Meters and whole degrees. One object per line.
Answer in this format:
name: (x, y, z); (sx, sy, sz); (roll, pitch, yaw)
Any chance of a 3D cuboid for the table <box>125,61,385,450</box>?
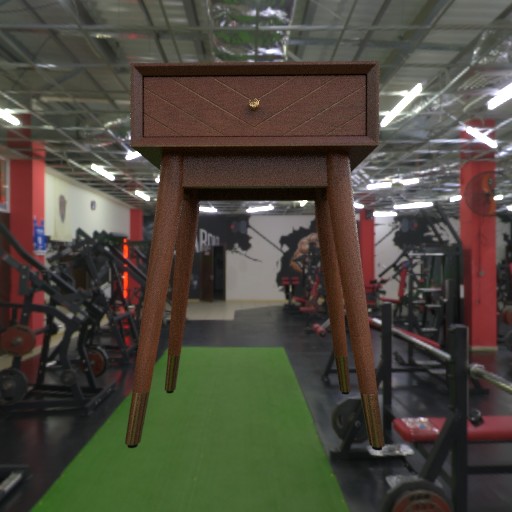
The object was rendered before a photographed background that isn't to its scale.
table: (0.000, 0.000, 0.829); (0.406, 0.599, 0.300); (0, 0, 1)
